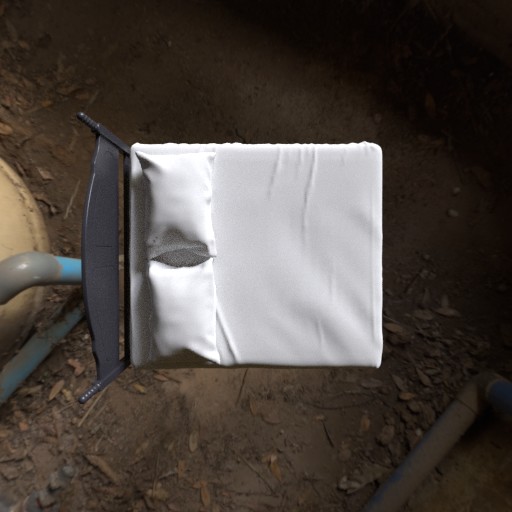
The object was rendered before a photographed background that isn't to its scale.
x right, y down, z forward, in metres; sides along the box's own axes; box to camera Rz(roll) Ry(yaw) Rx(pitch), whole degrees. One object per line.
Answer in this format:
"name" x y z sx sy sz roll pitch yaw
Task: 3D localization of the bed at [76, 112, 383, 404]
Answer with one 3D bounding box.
"bed" 0.000 0.000 3.155 2.040 1.356 1.873 0 91 0
